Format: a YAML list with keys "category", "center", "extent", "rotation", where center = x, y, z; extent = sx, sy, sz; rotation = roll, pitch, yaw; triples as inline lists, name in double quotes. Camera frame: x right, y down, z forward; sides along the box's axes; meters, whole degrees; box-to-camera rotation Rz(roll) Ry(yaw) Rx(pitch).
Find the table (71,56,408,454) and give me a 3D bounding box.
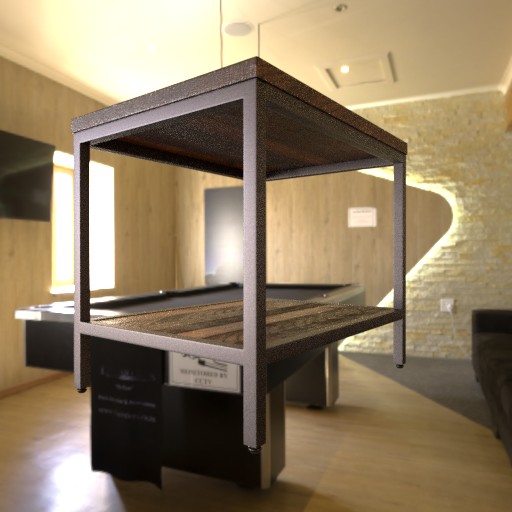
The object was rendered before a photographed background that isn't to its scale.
- category: "table"
  center: [0.000, 0.000, 1.102]
  extent: [0.524, 0.612, 0.678]
  rotation: [0, 0, 38]
